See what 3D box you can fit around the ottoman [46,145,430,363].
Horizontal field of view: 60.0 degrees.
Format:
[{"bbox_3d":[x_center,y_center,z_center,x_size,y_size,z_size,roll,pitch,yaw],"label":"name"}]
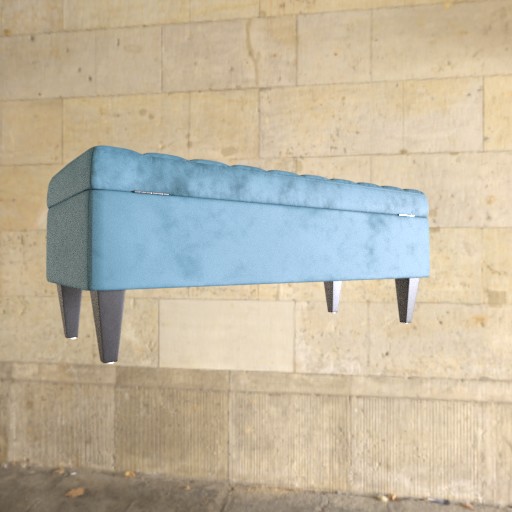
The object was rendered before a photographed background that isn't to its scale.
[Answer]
[{"bbox_3d":[0.000,0.000,1.403,1.151,0.469,0.482,0,0,-35],"label":"ottoman"}]
